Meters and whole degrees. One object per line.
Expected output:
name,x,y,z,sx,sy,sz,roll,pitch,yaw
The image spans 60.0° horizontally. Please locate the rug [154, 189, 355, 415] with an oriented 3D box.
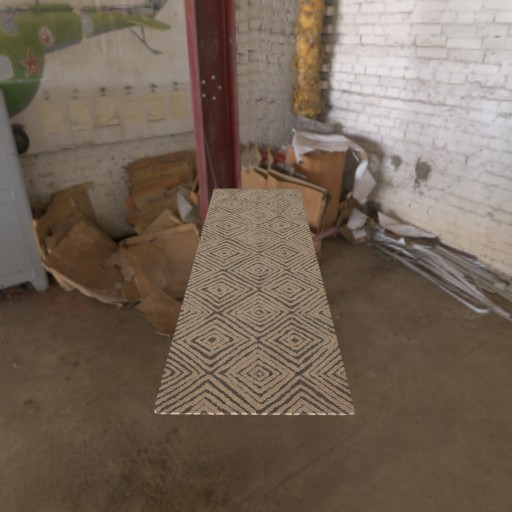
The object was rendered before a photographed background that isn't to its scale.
rug,0.000,0.000,2.489,0.676,0.008,2.277,0,28,0
